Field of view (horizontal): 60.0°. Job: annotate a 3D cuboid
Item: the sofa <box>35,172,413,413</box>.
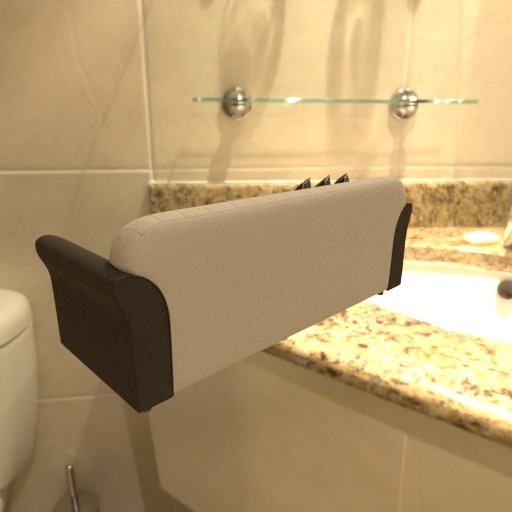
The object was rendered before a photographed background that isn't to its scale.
[{"bbox_3d":[0.000,0.000,2.422,2.001,0.787,0.755,-16,23,-41],"label":"sofa"}]
